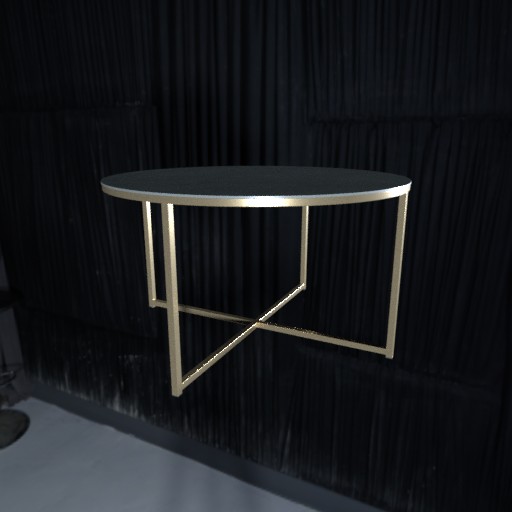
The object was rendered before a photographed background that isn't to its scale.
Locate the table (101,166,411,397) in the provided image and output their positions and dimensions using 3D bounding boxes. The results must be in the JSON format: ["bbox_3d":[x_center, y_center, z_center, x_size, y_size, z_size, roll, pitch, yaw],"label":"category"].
[{"bbox_3d":[0.000,0.000,1.265,0.800,0.450,0.800,0,15,0],"label":"table"}]
